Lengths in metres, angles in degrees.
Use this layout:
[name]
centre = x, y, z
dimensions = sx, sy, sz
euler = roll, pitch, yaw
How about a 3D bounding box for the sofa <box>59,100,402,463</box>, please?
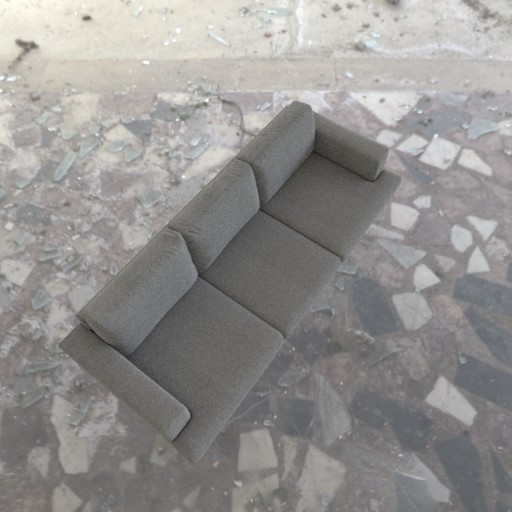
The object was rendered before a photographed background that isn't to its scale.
[sofa]
centre = 0.000, 0.000, 2.808
dimensions = 0.920, 0.810, 2.310
euler = 32, 65, 17
